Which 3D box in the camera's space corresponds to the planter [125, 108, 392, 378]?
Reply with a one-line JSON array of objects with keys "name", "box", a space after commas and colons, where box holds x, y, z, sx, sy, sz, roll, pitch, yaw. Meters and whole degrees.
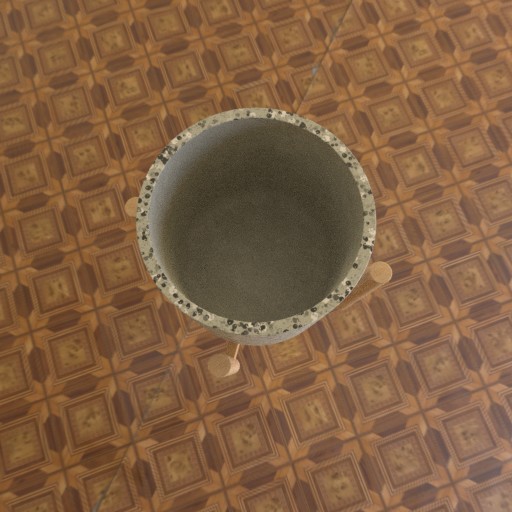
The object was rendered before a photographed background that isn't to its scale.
[{"name": "planter", "box": [0.000, 0.000, 0.565, 0.284, 0.320, 0.284, 37, 79, 9]}]
